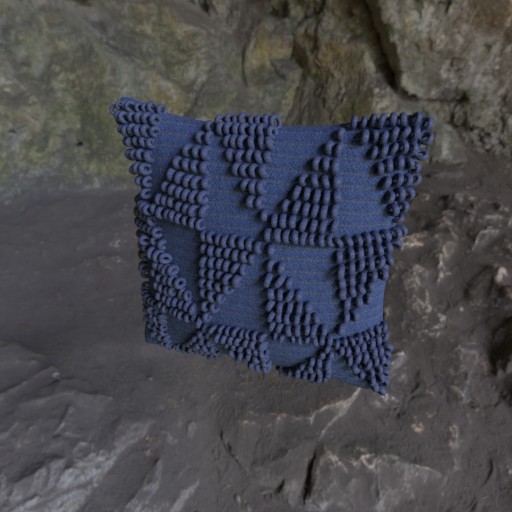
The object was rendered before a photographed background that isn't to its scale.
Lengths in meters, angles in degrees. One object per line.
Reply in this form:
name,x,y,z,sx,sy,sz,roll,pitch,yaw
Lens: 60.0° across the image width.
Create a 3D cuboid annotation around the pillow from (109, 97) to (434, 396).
pillow,0.000,0.000,0.711,0.469,0.466,0.172,8,28,16
